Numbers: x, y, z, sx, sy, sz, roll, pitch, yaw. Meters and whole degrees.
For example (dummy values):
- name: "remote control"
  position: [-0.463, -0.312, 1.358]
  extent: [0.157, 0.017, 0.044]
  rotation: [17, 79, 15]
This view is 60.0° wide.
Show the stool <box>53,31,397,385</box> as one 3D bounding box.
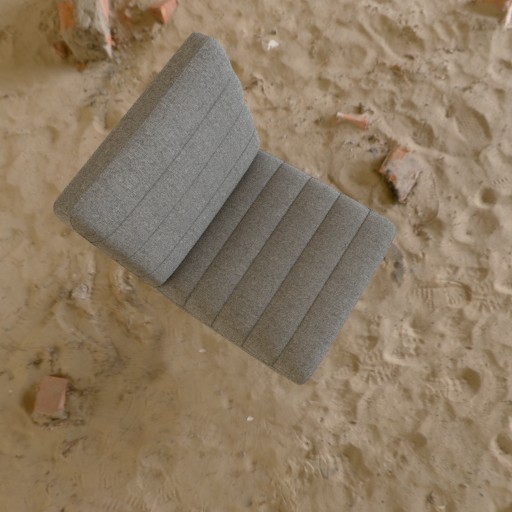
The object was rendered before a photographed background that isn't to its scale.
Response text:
- name: "stool"
  position: [0.000, 0.000, 1.209]
  extent: [0.560, 0.940, 0.460]
  rotation: [32, 78, 8]
